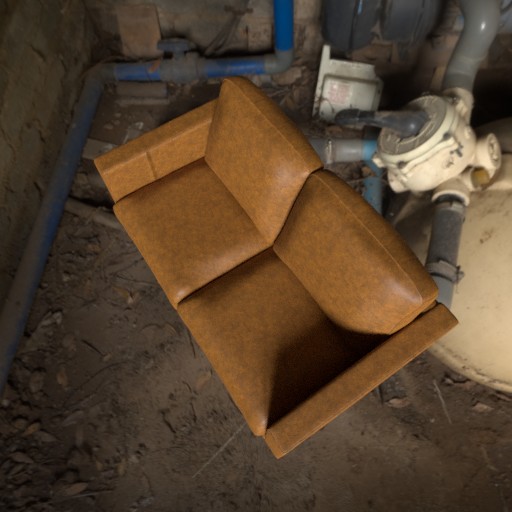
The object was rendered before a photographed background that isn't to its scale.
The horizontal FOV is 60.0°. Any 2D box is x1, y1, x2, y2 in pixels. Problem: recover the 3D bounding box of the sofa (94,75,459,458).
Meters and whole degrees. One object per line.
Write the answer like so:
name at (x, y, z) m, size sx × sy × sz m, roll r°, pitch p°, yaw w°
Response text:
sofa at (0.000, 0.000, 2.134) m, size 0.909 × 0.951 × 1.578 m, roll -31°, pitch 68°, yaw -14°
